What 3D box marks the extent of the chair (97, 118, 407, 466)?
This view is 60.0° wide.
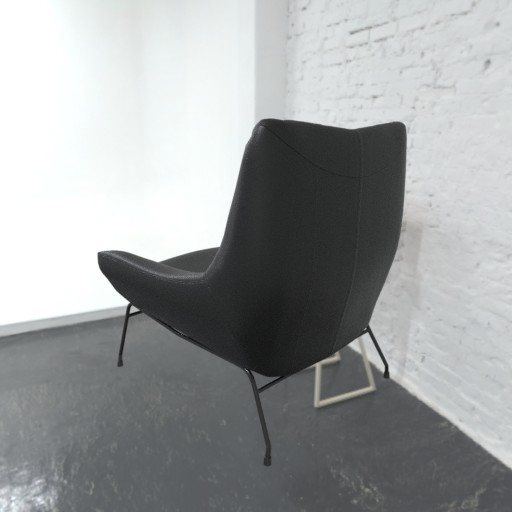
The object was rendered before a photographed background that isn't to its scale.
[{"bbox_3d":[0.000,0.000,1.584,0.836,0.922,0.826,-15,22,-42],"label":"chair"}]
